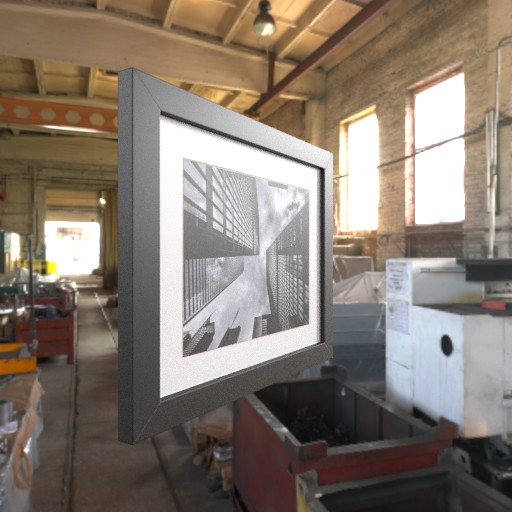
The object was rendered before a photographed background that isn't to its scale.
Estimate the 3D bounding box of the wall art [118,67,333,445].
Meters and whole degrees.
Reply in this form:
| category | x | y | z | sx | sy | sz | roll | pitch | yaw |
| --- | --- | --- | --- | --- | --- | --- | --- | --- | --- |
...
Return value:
| category | x | y | z | sx | sy | sz | roll | pitch | yaw |
| --- | --- | --- | --- | --- | --- | --- | --- | --- | --- |
| wall art | 0.000 | 0.000 | 0.767 | 0.031 | 0.457 | 0.558 | 0 | 0 | 35 |
